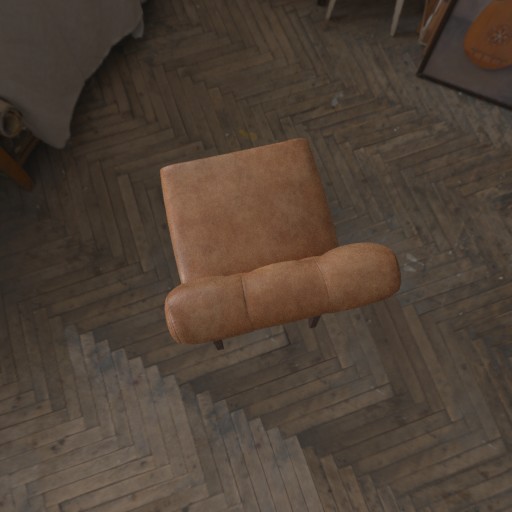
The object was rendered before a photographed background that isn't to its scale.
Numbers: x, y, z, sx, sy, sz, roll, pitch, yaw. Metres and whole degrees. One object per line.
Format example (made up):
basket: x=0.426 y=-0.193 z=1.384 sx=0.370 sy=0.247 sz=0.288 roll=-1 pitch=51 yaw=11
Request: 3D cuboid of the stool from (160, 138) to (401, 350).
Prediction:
stool: x=0.000 y=0.000 z=1.447 sx=0.493 sy=1.140 sz=0.601 roll=-13 pitch=74 yaw=-4
